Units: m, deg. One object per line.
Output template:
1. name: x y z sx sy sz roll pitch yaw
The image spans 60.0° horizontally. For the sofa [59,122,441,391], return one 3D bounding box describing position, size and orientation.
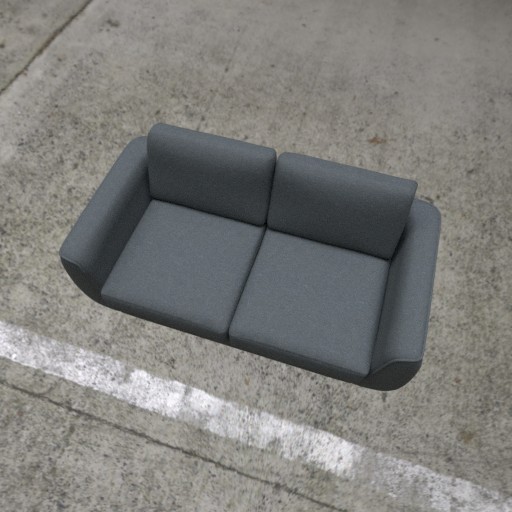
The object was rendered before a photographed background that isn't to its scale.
1. sofa: 0.000 0.000 2.279 1.700 0.850 0.920 15 59 9
